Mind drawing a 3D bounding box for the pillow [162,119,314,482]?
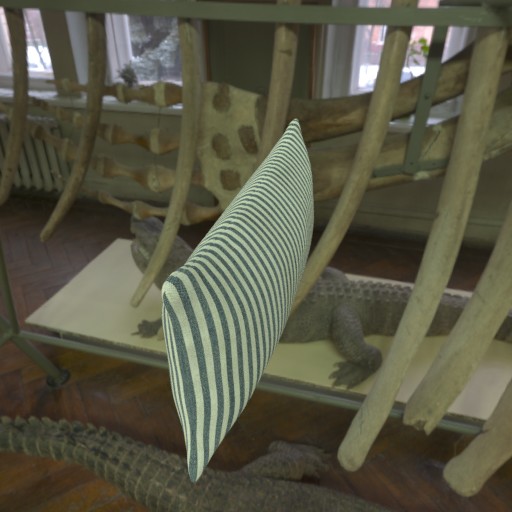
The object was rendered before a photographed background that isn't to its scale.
[{"bbox_3d":[0.000,0.000,0.716,0.151,0.295,0.617,8,32,13],"label":"pillow"}]
